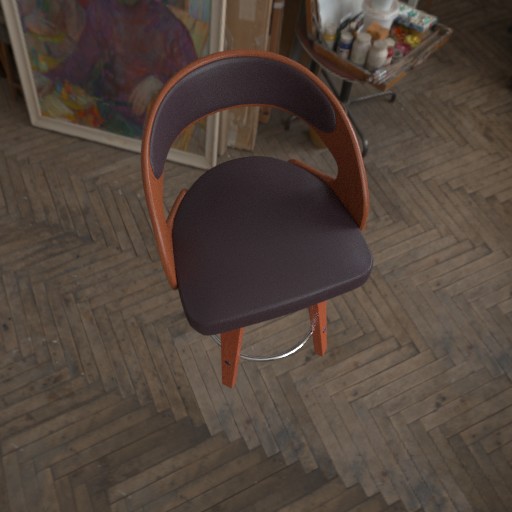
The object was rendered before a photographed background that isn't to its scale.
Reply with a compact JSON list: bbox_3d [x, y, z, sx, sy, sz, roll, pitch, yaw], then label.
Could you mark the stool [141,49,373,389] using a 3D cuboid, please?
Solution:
[{"bbox_3d":[0.000,0.000,1.195,0.457,0.940,0.457,-17,64,-8],"label":"stool"}]
